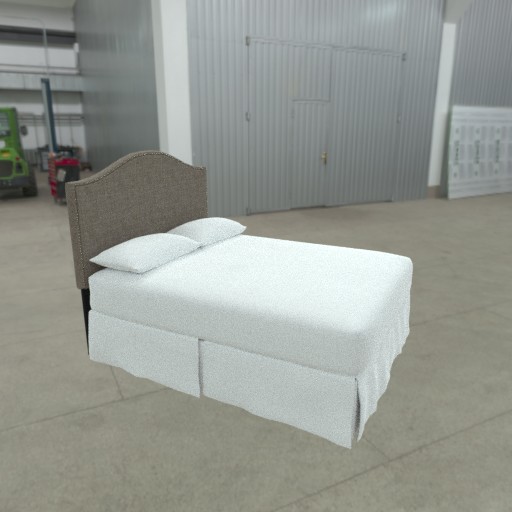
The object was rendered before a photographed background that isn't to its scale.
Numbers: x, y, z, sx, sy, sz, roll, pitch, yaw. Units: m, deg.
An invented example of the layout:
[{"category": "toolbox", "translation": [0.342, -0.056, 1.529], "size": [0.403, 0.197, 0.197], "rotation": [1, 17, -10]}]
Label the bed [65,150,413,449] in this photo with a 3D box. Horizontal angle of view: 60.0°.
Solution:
[{"category": "bed", "translation": [0.000, 0.000, 3.371], "size": [2.153, 1.518, 1.713], "rotation": [8, 18, 27]}]
